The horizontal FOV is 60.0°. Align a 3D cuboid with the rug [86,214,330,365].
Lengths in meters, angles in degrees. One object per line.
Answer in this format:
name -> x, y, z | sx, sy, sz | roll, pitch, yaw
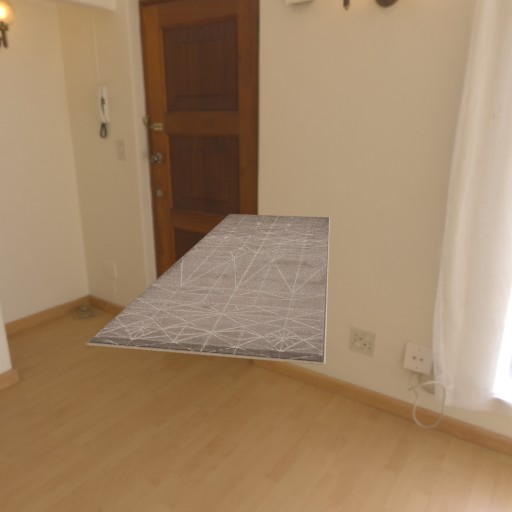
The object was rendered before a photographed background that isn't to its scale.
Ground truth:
rug -> 0.000, 0.000, 2.677 | 0.864, 0.012, 2.388 | 3, 17, 9
